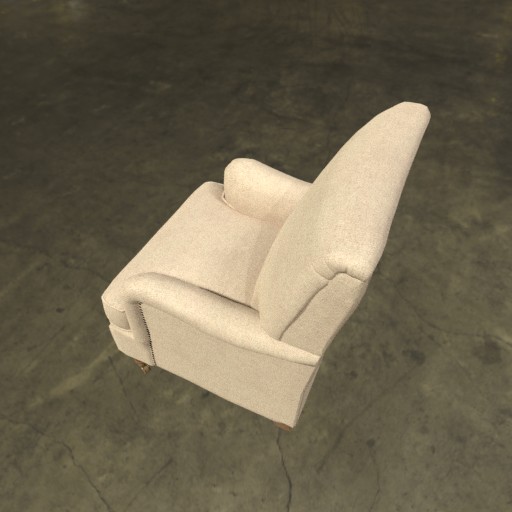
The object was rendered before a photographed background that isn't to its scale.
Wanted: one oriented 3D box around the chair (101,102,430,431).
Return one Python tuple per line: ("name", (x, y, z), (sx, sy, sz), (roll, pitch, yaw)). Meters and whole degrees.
("chair", (0.000, 0.000, 1.748), (0.953, 1.119, 0.879), (18, 47, 17))
